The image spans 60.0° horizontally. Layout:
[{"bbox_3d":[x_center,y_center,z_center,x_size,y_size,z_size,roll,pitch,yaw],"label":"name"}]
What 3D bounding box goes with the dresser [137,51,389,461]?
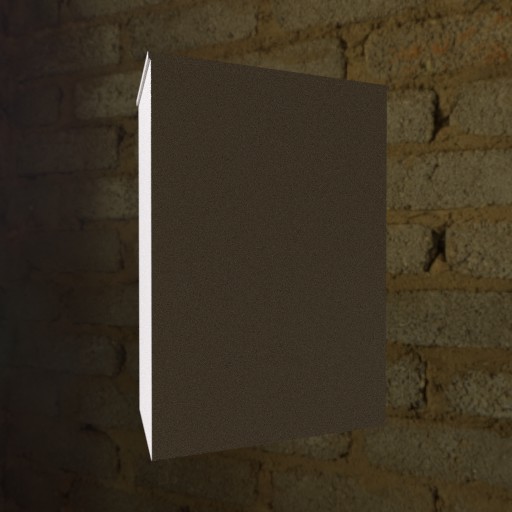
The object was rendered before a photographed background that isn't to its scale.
[{"bbox_3d":[0.000,0.000,1.406,0.704,1.021,0.401,0,1,-19],"label":"dresser"}]
